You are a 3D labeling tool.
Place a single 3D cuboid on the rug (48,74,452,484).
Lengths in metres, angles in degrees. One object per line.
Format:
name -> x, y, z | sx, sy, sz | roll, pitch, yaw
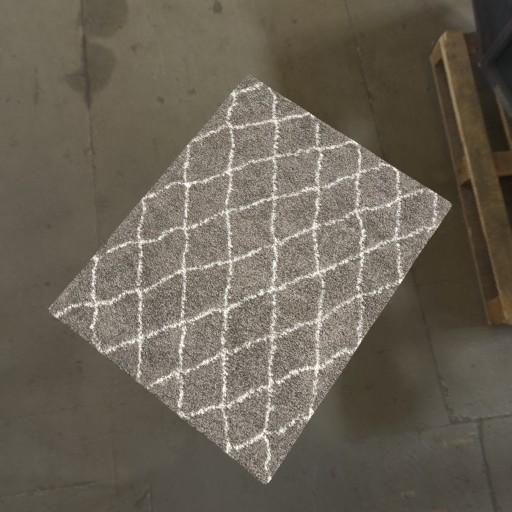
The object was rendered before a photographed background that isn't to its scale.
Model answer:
rug -> 0.000, 0.000, 4.119 | 2.438, 0.029, 3.047 | 35, 79, 8
